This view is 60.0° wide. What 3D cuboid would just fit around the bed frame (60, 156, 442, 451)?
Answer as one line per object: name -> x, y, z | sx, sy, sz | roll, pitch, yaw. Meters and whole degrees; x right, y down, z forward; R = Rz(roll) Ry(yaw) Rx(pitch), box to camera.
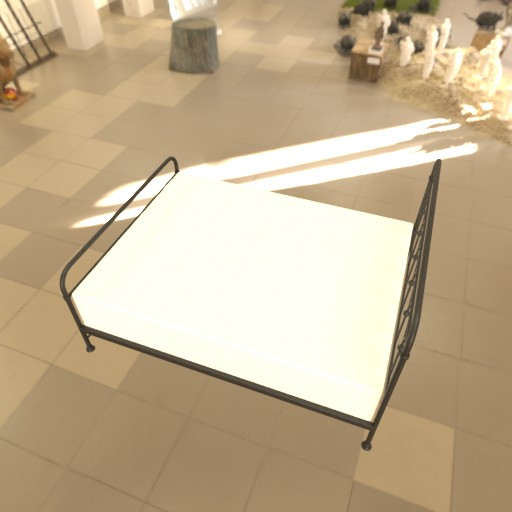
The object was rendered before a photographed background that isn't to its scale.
bed frame -> 0.000, 0.000, 3.248 | 2.203, 1.276, 1.664 | 15, 46, 14
